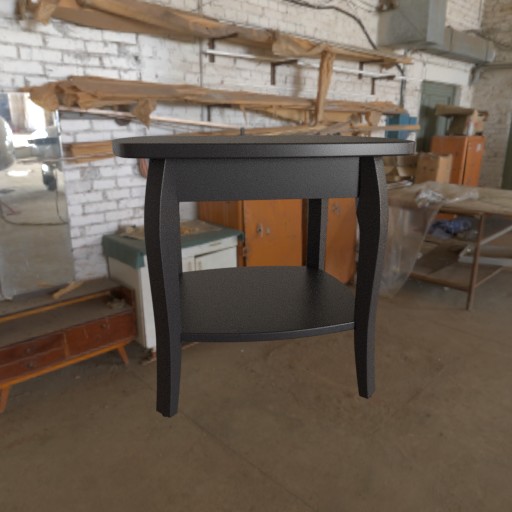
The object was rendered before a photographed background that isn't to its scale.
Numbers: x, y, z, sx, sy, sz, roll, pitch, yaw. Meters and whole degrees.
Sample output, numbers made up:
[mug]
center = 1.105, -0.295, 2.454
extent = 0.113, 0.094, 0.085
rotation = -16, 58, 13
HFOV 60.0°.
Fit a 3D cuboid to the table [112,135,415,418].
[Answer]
[table]
center = 0.000, 0.000, 0.890
extent = 0.508, 0.457, 0.457
rotation = -3, 17, -8
